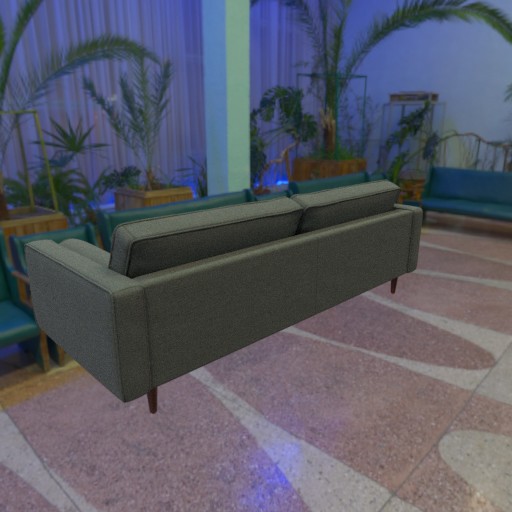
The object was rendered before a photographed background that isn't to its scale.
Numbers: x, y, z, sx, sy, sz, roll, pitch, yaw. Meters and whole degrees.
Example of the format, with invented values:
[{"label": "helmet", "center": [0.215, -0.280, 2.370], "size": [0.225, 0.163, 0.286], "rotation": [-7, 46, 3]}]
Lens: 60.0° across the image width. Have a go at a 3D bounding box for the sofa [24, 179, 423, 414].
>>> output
[{"label": "sofa", "center": [0.000, 0.000, 2.547], "size": [2.198, 0.762, 0.914], "rotation": [-16, 23, -42]}]
